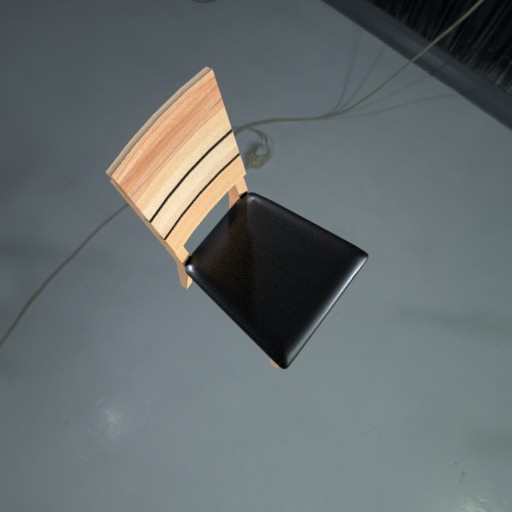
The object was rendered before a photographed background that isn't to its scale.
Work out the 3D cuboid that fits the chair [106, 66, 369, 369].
[{"bbox_3d":[0.000,0.000,1.272,0.520,0.940,0.410,37,77,10],"label":"chair"}]
